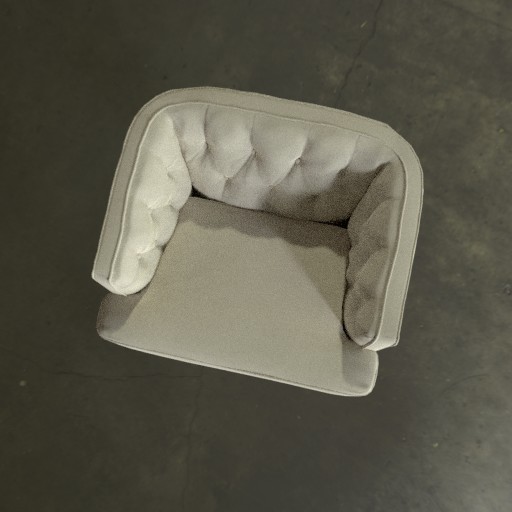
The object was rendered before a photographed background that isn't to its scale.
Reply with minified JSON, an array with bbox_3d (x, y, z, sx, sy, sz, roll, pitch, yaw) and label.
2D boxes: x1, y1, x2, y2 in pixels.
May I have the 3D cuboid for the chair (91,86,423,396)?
[{"bbox_3d":[0.000,0.000,1.819,1.104,0.852,0.941,12,76,3],"label":"chair"}]
